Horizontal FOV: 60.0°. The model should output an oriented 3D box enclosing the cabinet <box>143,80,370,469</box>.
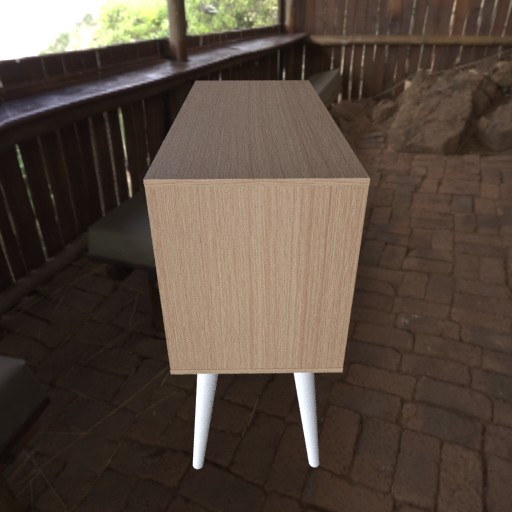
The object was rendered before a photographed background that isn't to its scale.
[{"bbox_3d":[0.000,0.000,1.610,0.470,1.016,1.057,0,32,-1],"label":"cabinet"}]
